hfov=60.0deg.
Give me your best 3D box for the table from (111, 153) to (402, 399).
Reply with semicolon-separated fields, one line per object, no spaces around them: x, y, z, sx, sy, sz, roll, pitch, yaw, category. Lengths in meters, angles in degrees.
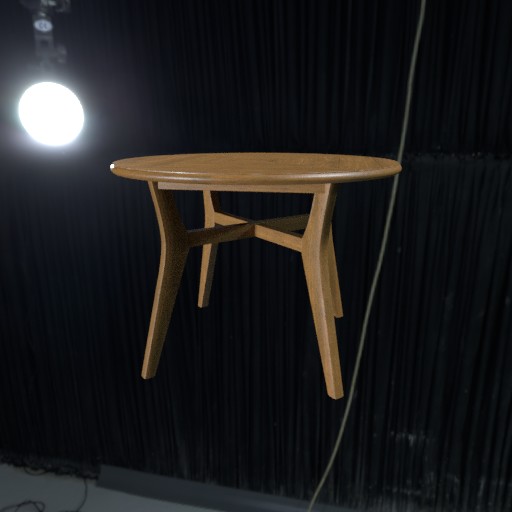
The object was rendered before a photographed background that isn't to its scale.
0.000;0.000;1.785;1.055;0.757;1.055;0;16;0;table
